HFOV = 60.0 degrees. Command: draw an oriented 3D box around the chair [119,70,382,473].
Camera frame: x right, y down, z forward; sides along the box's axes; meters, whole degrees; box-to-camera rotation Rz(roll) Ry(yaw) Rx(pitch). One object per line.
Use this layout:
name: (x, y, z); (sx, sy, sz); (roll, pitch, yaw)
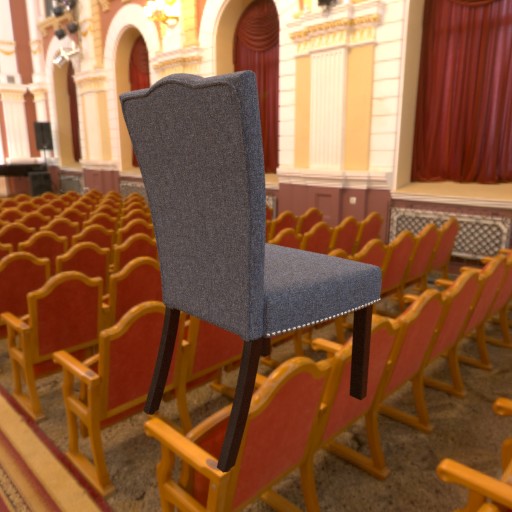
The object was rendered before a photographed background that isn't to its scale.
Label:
chair: (0.000, 0.000, 1.302); (0.589, 0.946, 0.518); (-13, 18, -43)
